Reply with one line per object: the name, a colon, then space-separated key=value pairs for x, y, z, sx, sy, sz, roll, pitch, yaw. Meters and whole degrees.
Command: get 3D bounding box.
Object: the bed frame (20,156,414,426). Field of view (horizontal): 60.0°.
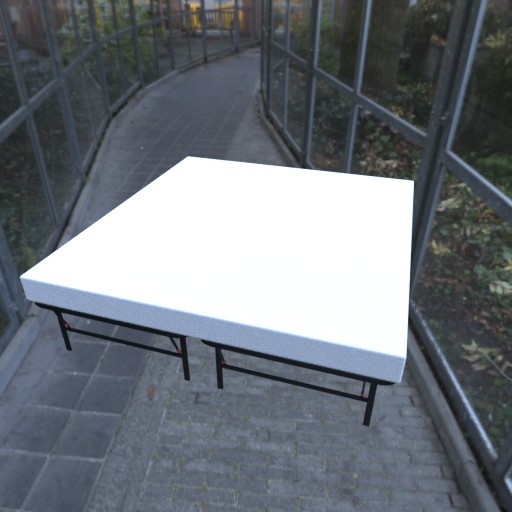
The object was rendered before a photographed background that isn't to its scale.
bed frame: x=0.000 y=0.000 z=3.018 sx=1.930 sy=0.559 sz=2.032 roll=9 pitch=32 yaw=15
